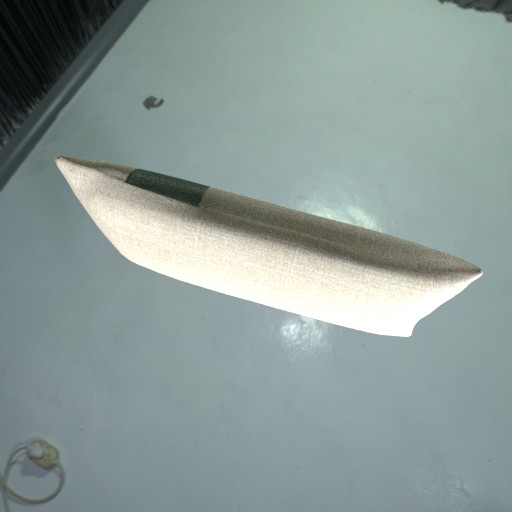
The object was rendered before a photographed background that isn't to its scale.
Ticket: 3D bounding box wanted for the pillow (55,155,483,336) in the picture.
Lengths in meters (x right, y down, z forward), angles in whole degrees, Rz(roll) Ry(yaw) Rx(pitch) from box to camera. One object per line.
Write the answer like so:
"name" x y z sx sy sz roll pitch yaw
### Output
"pillow" 0.000 0.000 1.043 0.859 0.429 0.197 16 66 7
